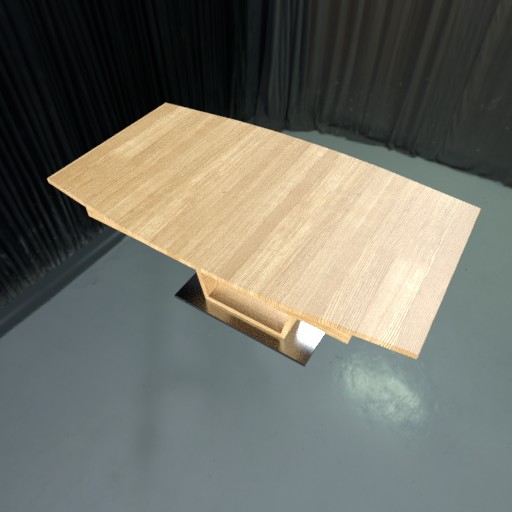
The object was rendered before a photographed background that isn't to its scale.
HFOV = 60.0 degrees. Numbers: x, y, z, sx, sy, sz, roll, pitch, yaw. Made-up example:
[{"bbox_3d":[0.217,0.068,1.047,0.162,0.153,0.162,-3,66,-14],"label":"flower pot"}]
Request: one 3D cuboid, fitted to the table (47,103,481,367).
[{"bbox_3d":[0.000,0.000,2.075,1.598,0.748,0.900,24,51,21],"label":"table"}]
